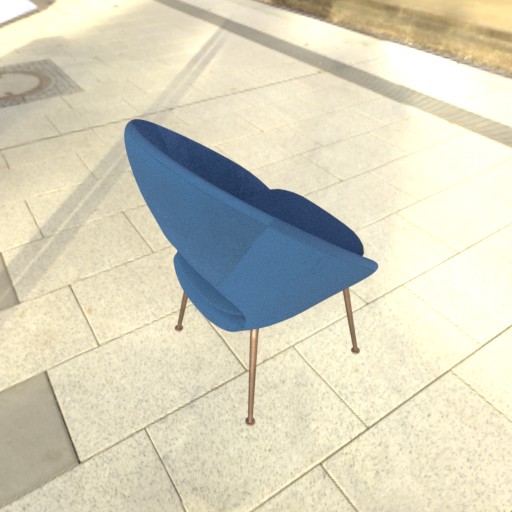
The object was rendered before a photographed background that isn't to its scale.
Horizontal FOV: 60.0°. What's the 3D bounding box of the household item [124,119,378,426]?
[{"bbox_3d":[0.000,0.000,1.272,0.573,0.852,0.623,-25,47,-26],"label":"household item"}]
